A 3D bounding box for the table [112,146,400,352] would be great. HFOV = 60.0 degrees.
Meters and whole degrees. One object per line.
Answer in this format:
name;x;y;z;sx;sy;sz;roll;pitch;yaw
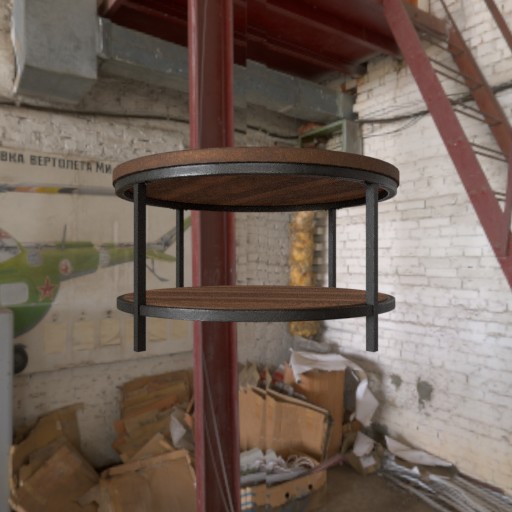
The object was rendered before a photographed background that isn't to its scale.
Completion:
table;0.000;0.000;1.357;0.837;0.462;0.837;0;0;0
